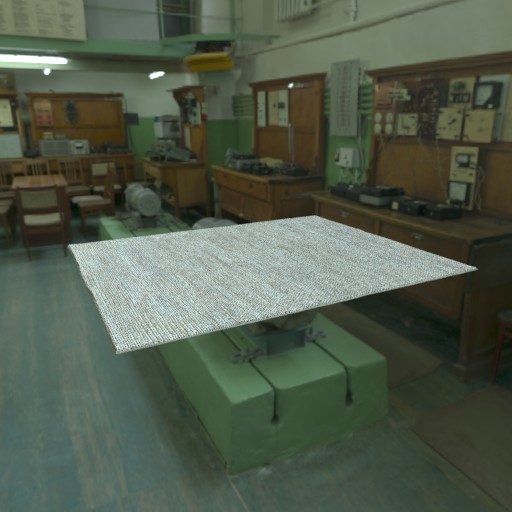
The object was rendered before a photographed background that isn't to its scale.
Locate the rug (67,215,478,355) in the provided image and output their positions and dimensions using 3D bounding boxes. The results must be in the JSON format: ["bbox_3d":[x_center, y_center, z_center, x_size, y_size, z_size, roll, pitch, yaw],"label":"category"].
[{"bbox_3d":[0.000,0.000,4.152,3.052,0.030,2.429,-9,20,-27],"label":"rug"}]
